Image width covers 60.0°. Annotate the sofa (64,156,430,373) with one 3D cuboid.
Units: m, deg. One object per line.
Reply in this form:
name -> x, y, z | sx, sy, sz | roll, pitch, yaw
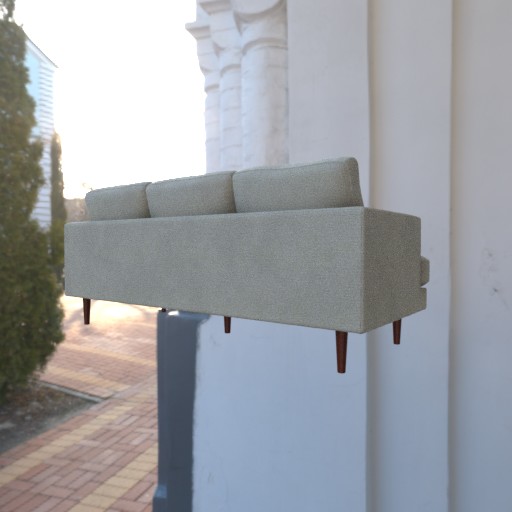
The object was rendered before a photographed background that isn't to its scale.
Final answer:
sofa -> 0.000, 0.000, 3.021 | 2.233, 0.956, 1.504 | 1, 2, 37
